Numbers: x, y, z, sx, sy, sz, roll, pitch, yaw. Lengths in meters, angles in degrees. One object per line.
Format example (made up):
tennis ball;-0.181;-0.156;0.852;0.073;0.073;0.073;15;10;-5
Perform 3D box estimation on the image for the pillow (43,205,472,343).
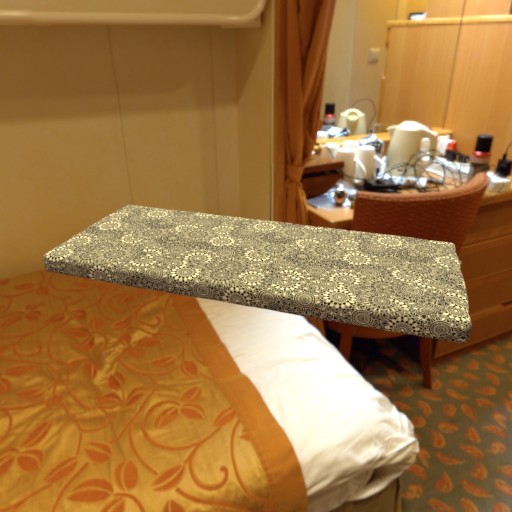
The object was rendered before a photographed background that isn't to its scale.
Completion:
pillow;0.000;0.000;1.335;1.187;0.081;0.492;8;27;16
